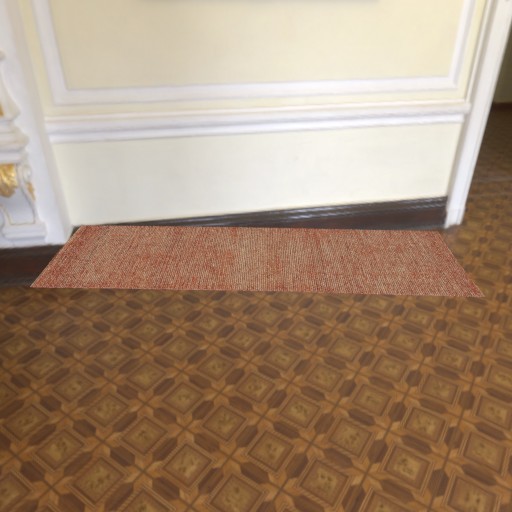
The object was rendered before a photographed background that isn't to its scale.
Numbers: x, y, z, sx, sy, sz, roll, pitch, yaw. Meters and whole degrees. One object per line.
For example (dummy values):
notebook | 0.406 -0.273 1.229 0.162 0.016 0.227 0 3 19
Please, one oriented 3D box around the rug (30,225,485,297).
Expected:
rug | 0.000 0.000 2.593 2.353 0.013 0.718 1 31 2
